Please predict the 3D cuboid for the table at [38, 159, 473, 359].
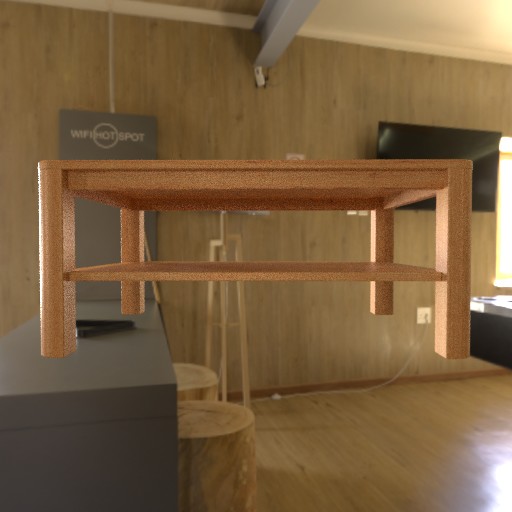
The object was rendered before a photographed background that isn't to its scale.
[{"bbox_3d":[0.000,0.000,1.338,0.997,0.445,0.696,0,1,1],"label":"table"}]
